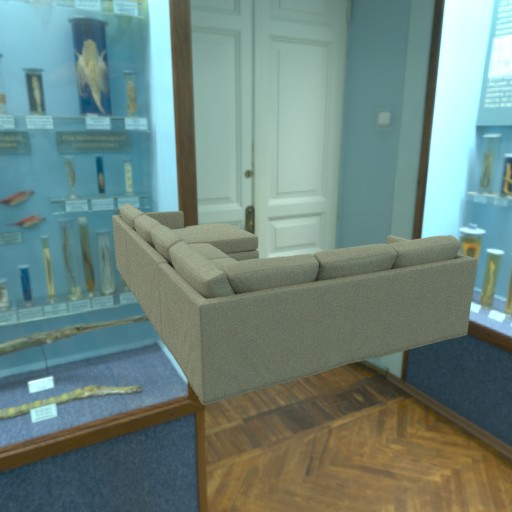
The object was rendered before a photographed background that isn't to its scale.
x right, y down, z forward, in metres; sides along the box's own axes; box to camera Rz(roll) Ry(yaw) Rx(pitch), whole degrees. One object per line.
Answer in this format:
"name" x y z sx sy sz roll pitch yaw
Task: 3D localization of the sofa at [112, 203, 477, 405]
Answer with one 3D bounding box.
"sofa" 0.000 0.000 4.715 2.427 0.882 3.460 -7 17 -25
